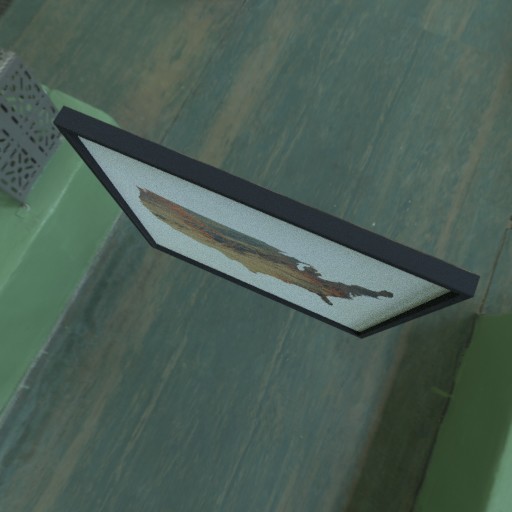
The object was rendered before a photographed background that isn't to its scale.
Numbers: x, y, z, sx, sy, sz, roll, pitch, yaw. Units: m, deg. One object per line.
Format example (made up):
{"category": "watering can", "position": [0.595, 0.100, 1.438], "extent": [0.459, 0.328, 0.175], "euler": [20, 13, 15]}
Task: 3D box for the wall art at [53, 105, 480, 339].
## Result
{"category": "wall art", "position": [0.000, 0.000, 1.105], "extent": [0.762, 0.762, 0.038], "euler": [23, 76, 6]}
